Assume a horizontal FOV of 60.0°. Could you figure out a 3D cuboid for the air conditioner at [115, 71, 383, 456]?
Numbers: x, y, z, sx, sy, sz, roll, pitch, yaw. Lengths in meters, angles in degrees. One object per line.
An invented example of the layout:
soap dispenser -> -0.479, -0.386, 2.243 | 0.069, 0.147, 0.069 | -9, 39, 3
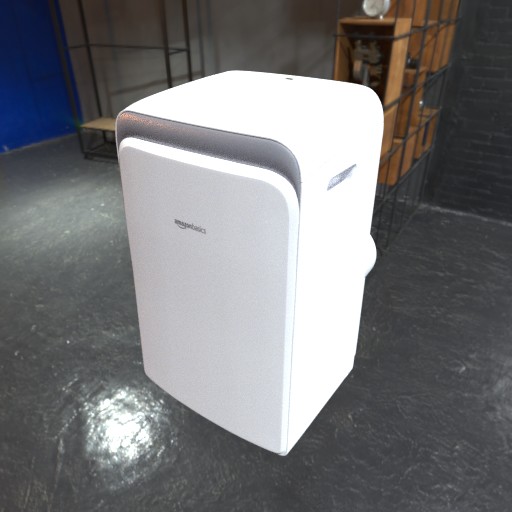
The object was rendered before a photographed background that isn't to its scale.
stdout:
air conditioner -> 0.000, 0.000, 1.062 | 0.478, 0.765, 0.467 | 20, 37, 29
